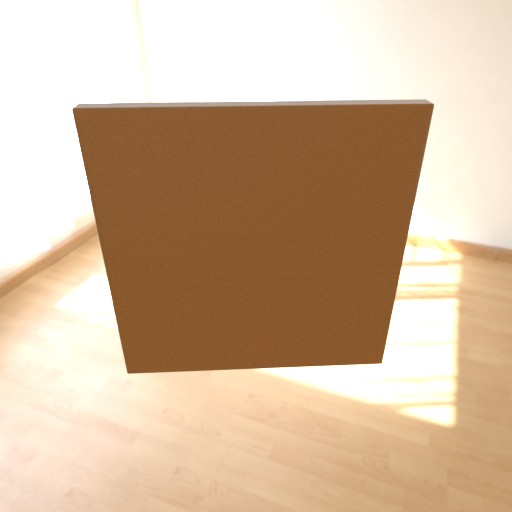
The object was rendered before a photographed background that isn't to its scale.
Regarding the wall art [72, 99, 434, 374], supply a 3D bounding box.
[{"bbox_3d":[0.000,0.000,1.935,1.287,1.288,0.078,-2,31,-3],"label":"wall art"}]
